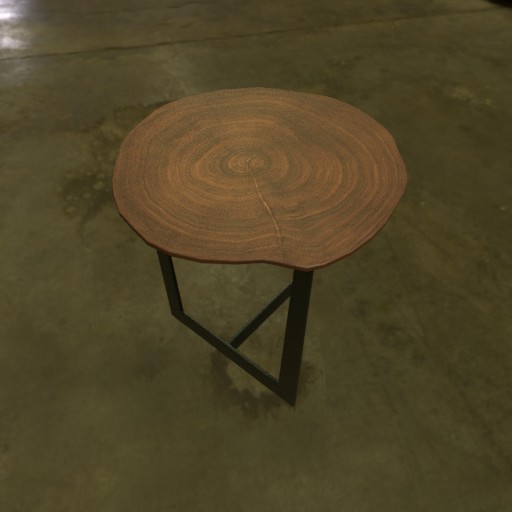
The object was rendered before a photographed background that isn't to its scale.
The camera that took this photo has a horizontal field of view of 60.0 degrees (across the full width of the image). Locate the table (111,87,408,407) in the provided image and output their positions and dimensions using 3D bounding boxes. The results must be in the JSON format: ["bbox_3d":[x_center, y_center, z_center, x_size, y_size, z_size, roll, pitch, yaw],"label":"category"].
[{"bbox_3d":[0.000,0.000,0.896,0.477,0.476,0.494,22,50,20],"label":"table"}]
